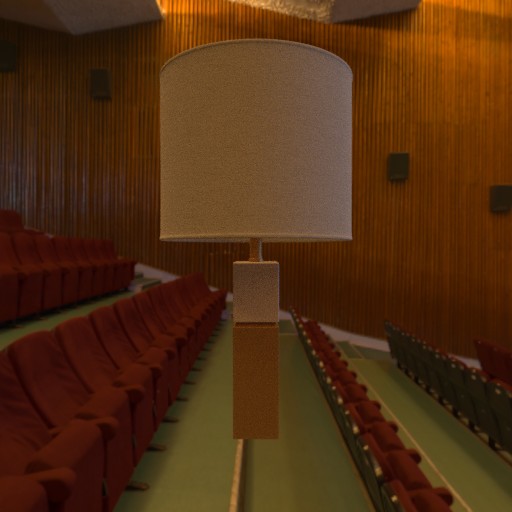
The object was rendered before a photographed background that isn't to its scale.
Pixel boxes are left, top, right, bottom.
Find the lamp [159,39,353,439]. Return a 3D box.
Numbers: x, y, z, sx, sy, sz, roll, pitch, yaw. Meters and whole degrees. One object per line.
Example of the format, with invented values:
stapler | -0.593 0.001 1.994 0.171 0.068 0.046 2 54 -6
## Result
lamp | 0.000 0.000 0.539 0.229 0.417 0.229 0 1 0
